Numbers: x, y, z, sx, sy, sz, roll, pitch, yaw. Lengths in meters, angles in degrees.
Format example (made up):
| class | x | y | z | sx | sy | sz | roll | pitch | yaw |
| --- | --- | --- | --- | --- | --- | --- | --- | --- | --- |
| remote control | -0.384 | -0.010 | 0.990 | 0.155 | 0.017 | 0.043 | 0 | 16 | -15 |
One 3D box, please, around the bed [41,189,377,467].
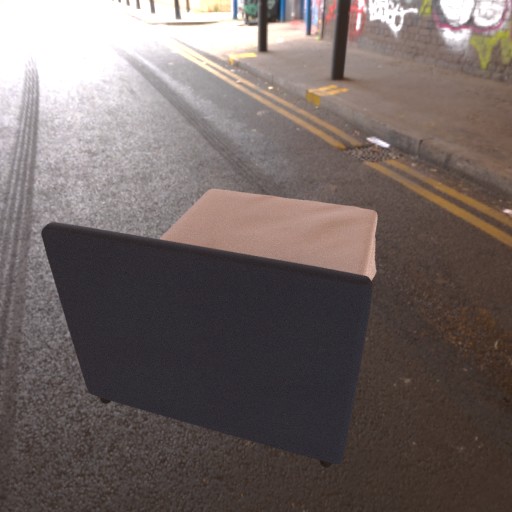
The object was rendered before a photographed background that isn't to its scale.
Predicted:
| class | x | y | z | sx | sy | sz | roll | pitch | yaw |
| --- | --- | --- | --- | --- | --- | --- | --- | --- | --- |
| bed | 0.000 | 0.000 | 3.218 | 1.713 | 1.330 | 2.162 | 10 | 34 | 15 |
